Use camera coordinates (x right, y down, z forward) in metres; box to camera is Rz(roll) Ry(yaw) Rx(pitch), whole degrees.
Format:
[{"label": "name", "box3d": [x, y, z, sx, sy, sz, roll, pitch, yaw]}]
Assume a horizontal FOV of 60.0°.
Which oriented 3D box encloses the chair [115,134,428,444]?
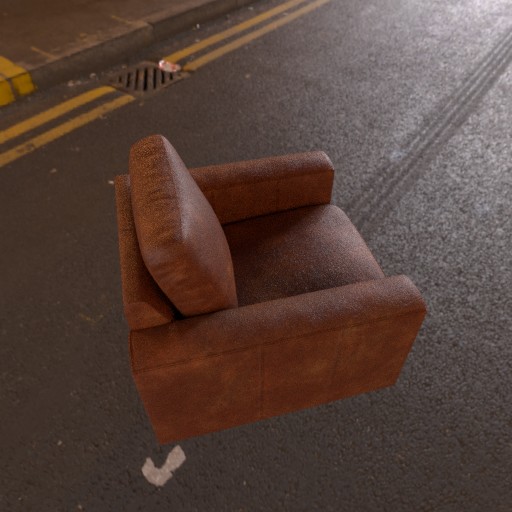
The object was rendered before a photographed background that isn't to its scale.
[{"label": "chair", "box3d": [0.000, 0.000, 1.806, 1.016, 0.873, 1.005, -11, 47, -10]}]
